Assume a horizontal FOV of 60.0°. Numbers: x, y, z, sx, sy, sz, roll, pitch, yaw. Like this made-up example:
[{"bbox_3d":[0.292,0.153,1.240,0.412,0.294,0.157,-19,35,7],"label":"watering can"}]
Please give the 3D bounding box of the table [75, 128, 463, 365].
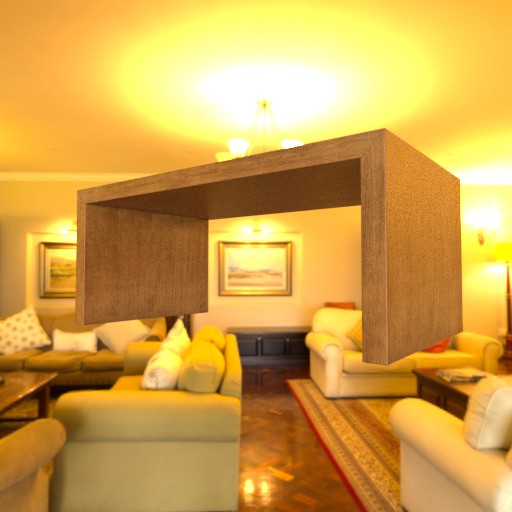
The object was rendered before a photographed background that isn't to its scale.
[{"bbox_3d":[0.000,0.000,1.300,1.000,0.419,0.549,-2,-3,37],"label":"table"}]
